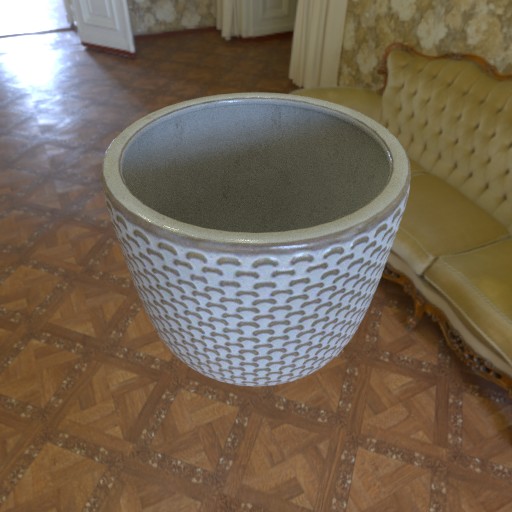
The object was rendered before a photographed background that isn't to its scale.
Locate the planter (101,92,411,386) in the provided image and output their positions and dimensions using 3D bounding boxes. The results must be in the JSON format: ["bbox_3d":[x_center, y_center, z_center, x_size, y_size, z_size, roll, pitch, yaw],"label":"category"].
[{"bbox_3d":[0.000,0.000,0.244,0.139,0.130,0.139,0,41,0],"label":"planter"}]
